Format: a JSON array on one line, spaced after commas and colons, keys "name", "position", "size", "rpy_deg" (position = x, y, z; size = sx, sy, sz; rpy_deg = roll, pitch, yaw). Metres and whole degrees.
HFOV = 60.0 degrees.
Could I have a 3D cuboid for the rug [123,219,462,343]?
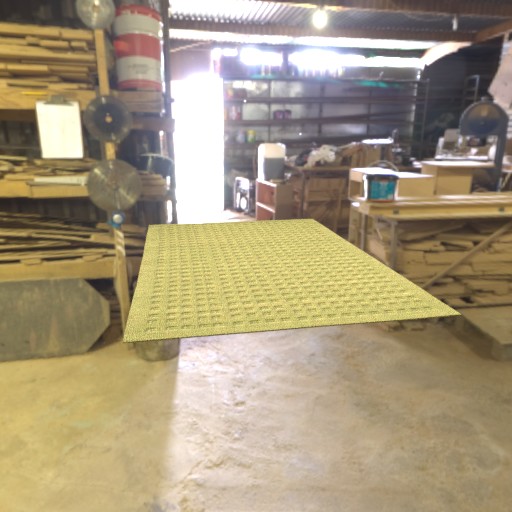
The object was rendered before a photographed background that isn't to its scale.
[{"name": "rug", "position": [0.000, 0.000, 3.015], "size": [1.529, 0.007, 2.297], "rpy_deg": [-3, 16, -10]}]
